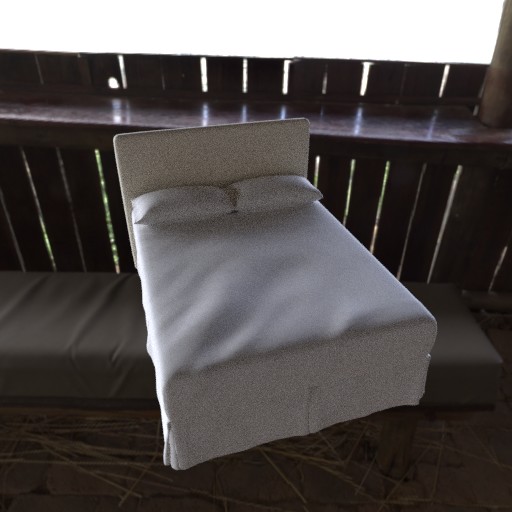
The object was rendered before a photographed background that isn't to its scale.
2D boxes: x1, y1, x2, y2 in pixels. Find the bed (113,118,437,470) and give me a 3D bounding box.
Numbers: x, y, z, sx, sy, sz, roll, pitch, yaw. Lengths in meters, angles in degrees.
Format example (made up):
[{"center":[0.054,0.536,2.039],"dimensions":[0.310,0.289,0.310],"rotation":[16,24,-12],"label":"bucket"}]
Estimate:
[{"center":[0.000,0.000,3.191],"dimensions":[1.714,1.330,2.147],"rotation":[-10,34,-15],"label":"bed"}]
